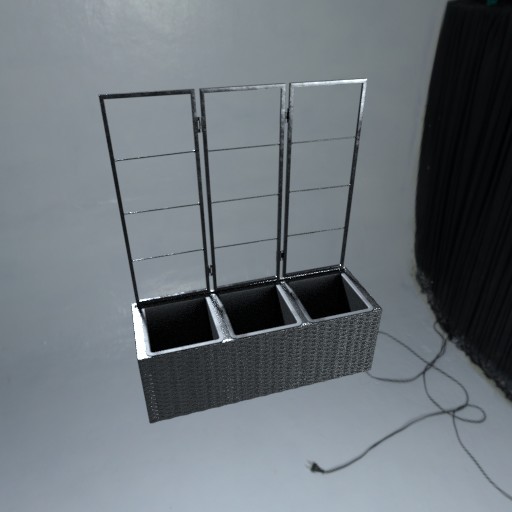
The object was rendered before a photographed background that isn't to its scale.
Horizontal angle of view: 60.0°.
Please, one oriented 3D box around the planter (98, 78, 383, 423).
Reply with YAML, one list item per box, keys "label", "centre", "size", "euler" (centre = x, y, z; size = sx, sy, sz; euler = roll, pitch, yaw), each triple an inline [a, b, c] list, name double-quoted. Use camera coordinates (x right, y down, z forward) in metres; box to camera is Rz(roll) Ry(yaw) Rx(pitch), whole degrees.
- label: "planter"
  centre: [0.000, 0.000, 1.204]
  size: [0.698, 0.841, 0.244]
  euler: [-9, 33, -14]
